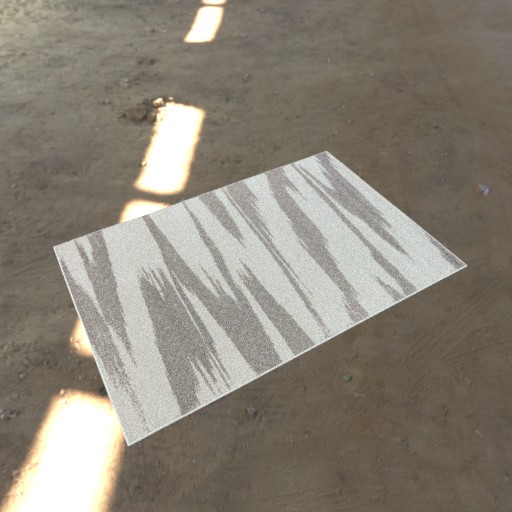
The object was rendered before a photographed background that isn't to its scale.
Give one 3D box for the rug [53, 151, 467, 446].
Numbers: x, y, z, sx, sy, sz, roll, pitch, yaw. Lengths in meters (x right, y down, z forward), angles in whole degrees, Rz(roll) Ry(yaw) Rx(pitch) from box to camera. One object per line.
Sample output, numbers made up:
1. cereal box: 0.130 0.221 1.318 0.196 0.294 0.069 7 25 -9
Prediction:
1. rug: 0.000 0.000 2.342 1.827 0.008 1.225 -23 51 -20
